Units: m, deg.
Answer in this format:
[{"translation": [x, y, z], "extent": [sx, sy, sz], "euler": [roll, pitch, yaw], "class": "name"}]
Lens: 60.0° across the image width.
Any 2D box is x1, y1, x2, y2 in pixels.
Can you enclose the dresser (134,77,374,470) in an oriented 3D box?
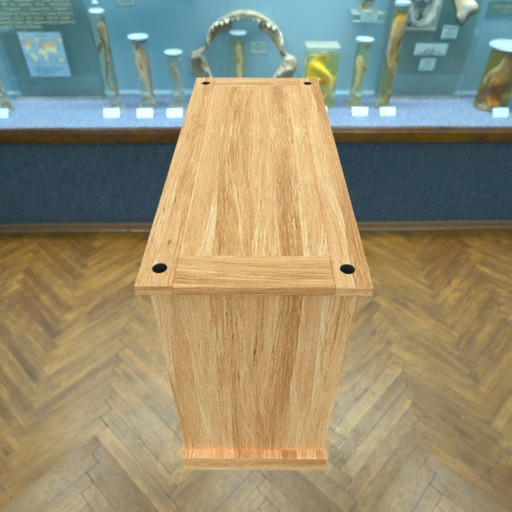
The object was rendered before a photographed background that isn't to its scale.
[{"translation": [0.000, 0.000, 1.369], "extent": [0.410, 0.740, 0.990], "euler": [0, 41, 0], "class": "dresser"}]
